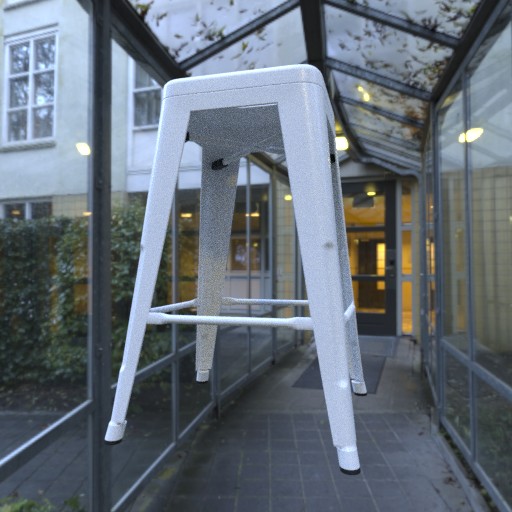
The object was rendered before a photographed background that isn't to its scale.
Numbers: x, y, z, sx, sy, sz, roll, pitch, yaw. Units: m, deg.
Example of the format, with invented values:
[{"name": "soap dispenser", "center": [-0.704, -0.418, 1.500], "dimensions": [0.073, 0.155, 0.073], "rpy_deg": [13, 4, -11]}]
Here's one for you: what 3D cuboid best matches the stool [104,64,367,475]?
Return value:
[{"name": "stool", "center": [0.000, 0.000, 0.858], "dimensions": [0.406, 0.610, 0.406], "rpy_deg": [0, -1, 15]}]
